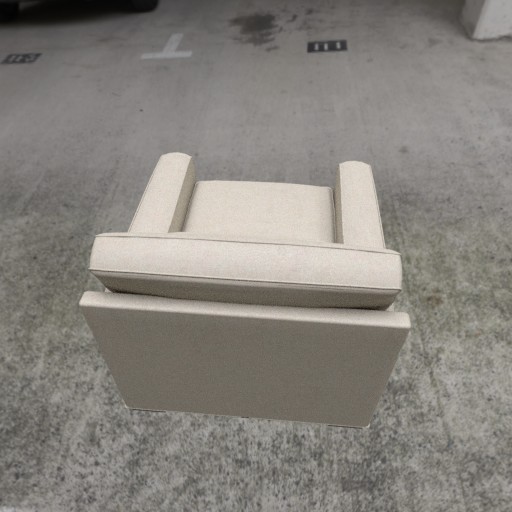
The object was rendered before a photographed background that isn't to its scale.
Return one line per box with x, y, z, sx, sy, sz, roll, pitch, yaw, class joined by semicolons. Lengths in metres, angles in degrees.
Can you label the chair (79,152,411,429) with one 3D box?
0.000;0.000;1.856;0.998;0.913;1.043;3;46;3;chair
